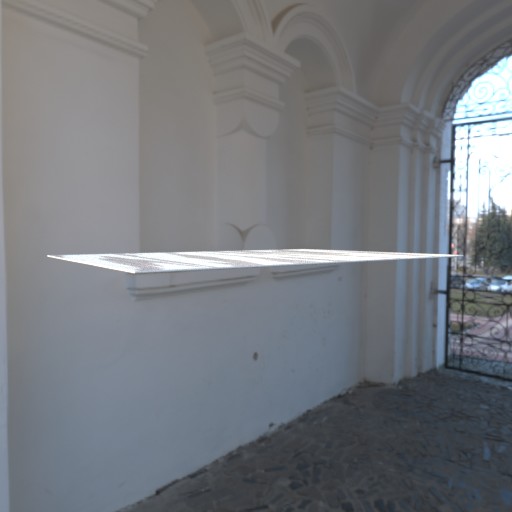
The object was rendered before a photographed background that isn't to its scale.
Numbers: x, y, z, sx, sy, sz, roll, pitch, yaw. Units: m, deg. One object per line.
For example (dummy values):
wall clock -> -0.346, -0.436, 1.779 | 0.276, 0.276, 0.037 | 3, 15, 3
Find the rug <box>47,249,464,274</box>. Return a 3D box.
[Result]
rug -> 0.000, 0.000, 2.788 | 2.142, 0.010, 1.533 | -2, 3, -36
